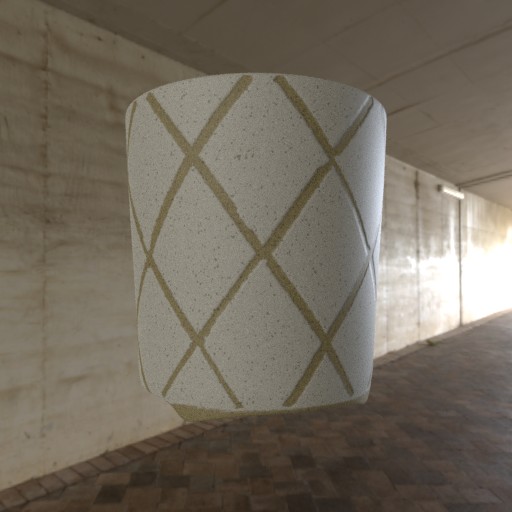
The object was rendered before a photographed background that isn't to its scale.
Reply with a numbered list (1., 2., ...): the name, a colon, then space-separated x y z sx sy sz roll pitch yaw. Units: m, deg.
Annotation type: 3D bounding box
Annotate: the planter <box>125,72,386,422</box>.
1. planter: 0.000 0.000 0.336 0.191 0.199 0.191 0 -1 0
